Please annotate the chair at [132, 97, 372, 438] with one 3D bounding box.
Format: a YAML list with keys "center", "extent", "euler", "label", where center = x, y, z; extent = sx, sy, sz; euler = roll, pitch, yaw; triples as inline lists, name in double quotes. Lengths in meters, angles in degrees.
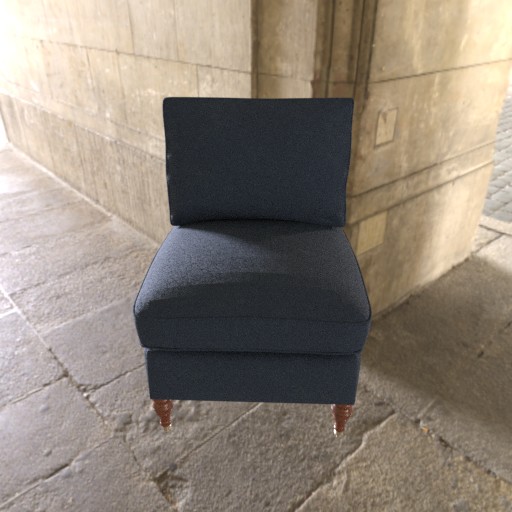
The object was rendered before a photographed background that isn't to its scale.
- center: [0.000, 0.000, 1.658]
  extent: [0.724, 1.052, 0.912]
  euler: [1, 30, 2]
  label: "chair"
